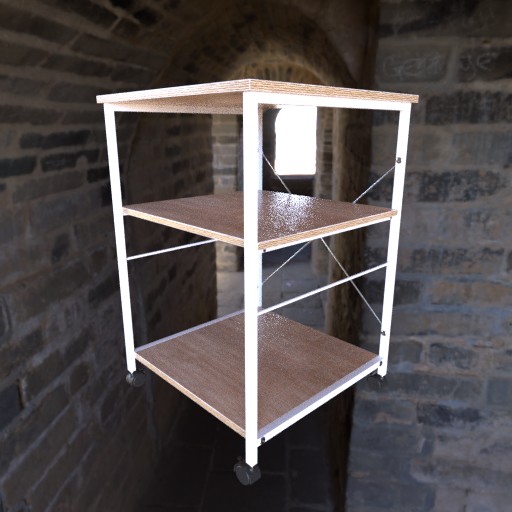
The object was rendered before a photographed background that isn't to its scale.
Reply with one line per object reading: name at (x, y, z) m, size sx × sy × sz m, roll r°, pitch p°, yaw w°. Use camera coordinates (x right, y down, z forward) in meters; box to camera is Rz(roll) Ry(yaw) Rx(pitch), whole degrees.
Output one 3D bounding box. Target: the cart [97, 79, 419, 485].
cart at (0.000, 0.000, 1.117) m, size 0.520 × 0.762 × 0.521 m, roll -15°, pitch 22°, yaw -41°
